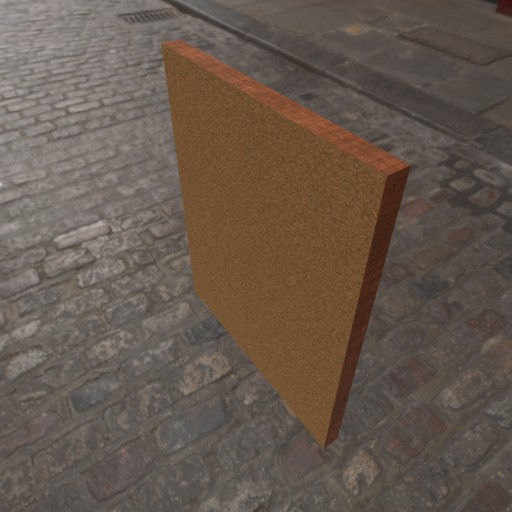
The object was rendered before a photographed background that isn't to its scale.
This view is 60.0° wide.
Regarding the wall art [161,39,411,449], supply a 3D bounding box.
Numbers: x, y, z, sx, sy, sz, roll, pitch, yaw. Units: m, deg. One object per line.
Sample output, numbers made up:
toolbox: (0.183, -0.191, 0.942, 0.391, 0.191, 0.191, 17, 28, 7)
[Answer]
wall art: (0.000, 0.000, 0.748, 0.033, 0.567, 0.467, -25, 48, -25)
